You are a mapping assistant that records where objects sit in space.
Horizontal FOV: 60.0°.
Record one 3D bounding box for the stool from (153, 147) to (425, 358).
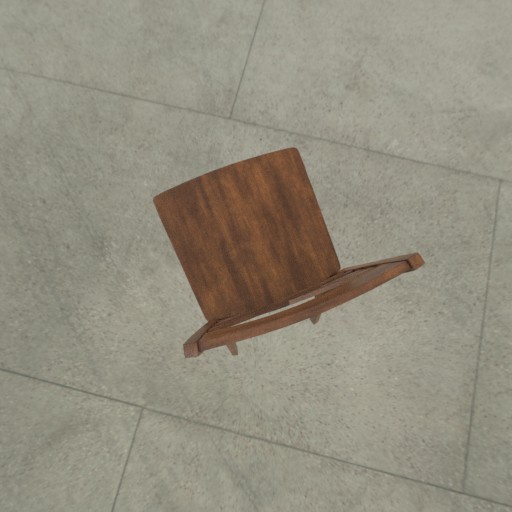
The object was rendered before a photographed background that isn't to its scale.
[{"bbox_3d":[0.000,0.000,1.361,0.462,1.079,0.539,-21,76,-5],"label":"stool"}]
